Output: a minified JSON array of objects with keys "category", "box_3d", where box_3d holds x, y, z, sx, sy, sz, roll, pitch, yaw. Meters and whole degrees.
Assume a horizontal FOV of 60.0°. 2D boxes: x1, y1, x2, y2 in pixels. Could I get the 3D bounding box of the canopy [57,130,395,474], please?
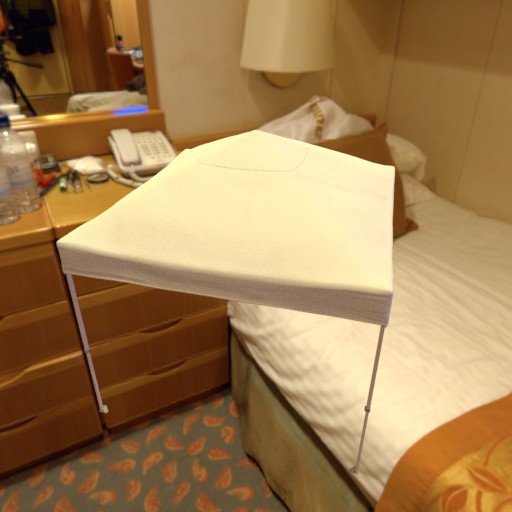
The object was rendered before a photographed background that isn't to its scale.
[{"category":"canopy","box_3d":[0.000,0.000,5.308,2.998,2.997,2.996,8,31,13]}]
